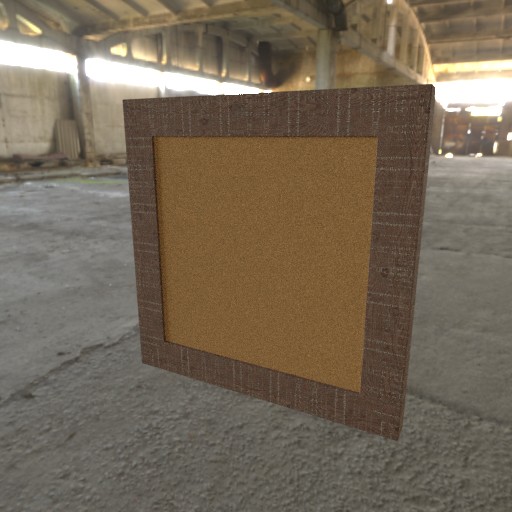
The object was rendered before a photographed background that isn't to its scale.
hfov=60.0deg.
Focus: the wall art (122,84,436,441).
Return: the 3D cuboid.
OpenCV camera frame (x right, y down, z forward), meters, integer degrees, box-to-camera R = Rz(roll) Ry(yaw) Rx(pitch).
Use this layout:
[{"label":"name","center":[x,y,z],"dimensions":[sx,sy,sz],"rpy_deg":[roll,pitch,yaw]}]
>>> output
[{"label":"wall art","center":[0.000,0.000,0.771],"dimensions":[0.531,0.531,0.040],"rpy_deg":[8,17,27]}]
